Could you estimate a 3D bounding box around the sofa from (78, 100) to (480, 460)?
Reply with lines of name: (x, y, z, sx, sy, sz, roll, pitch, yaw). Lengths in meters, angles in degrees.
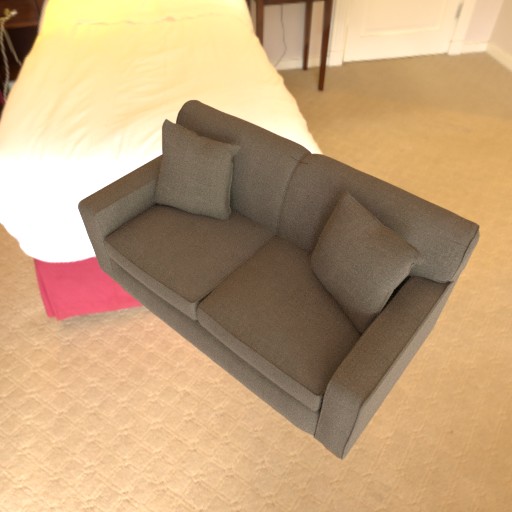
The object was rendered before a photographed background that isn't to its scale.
sofa: (0.000, 0.000, 2.408, 1.846, 0.958, 1.000, 31, 54, 27)
